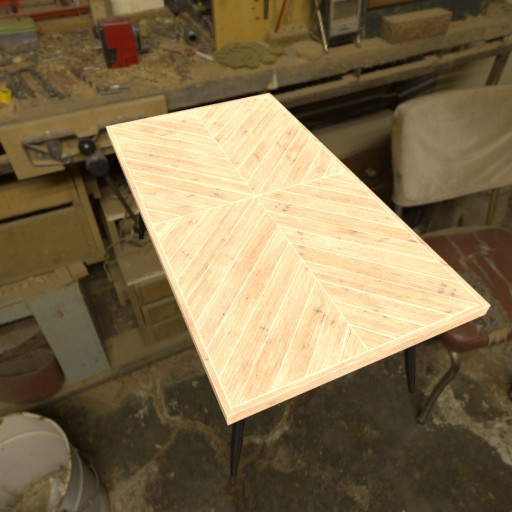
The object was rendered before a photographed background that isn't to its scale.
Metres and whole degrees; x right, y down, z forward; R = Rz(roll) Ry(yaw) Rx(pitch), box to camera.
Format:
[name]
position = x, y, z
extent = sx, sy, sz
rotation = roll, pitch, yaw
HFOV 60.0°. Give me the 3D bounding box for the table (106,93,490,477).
[table]
position = 0.000, 0.000, 2.258
extent = 0.991, 0.762, 1.803
rotation = -18, 48, -17
